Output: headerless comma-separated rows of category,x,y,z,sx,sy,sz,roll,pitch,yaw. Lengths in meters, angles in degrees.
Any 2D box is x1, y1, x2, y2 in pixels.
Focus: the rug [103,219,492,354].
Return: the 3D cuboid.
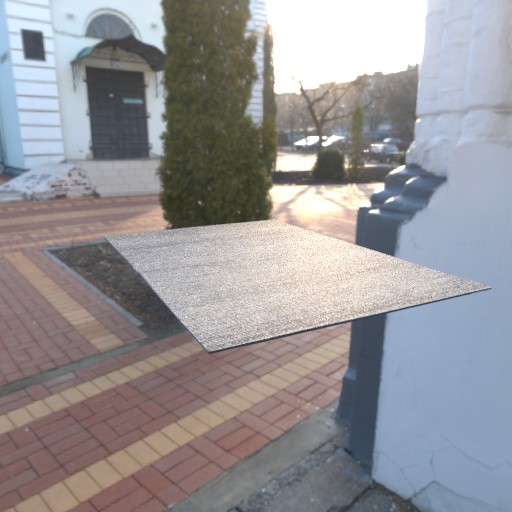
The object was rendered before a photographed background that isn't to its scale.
rug,0.000,0.000,3.002,1.624,0.030,2.349,-7,16,-26
